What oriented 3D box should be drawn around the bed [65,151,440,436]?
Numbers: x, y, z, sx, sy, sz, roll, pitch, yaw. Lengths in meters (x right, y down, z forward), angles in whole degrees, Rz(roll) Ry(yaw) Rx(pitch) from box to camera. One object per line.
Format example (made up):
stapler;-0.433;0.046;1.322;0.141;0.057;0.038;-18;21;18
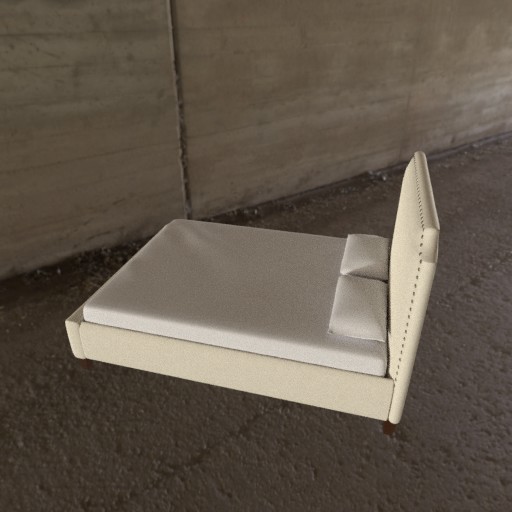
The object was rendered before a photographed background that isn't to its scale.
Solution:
bed;0.000;0.000;3.449;2.372;1.443;1.712;8;30;13
